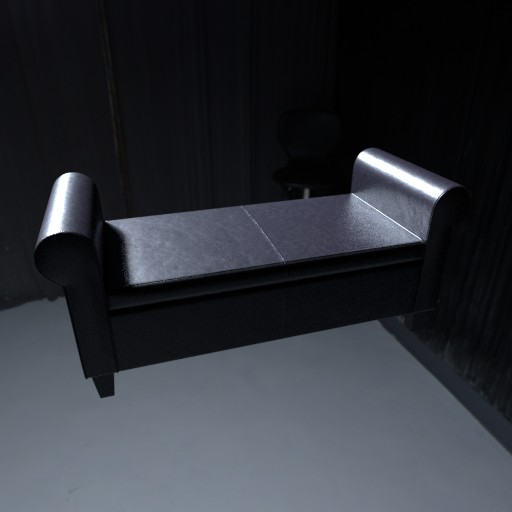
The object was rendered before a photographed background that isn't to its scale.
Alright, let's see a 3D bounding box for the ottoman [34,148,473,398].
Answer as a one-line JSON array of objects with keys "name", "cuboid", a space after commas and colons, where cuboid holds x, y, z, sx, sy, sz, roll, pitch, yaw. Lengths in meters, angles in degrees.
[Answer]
[{"name": "ottoman", "cuboid": [0.000, 0.000, 1.519, 1.256, 0.547, 0.521, -8, 29, -15]}]
